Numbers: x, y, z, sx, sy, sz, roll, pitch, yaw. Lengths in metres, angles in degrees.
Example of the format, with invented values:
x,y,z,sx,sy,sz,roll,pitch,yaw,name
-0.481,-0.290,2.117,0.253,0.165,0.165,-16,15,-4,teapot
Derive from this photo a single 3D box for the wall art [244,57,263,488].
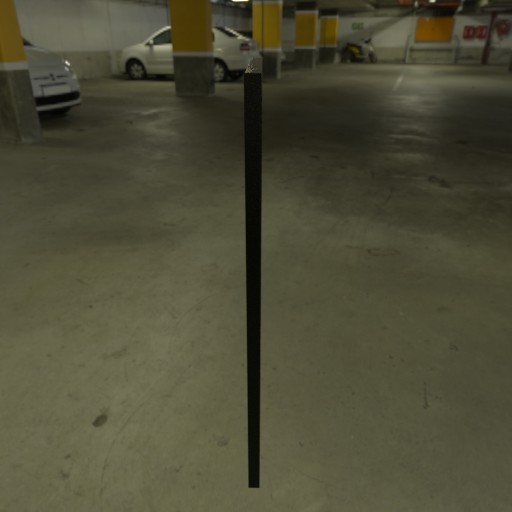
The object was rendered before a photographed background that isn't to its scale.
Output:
x,y,z,sx,sy,sz,roll,pitch,yaw,name
0.000,0.000,0.540,0.013,0.432,0.304,0,26,1,wall art
